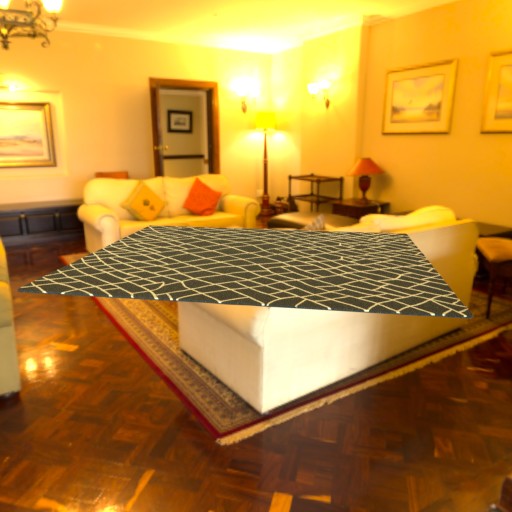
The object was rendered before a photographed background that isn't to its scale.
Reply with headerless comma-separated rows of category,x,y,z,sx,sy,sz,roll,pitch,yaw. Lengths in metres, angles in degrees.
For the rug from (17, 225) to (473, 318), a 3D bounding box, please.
rug,0.000,0.000,4.054,3.047,0.022,2.439,2,15,9
